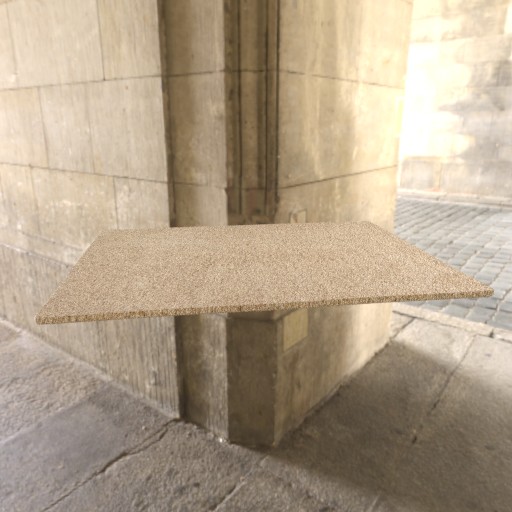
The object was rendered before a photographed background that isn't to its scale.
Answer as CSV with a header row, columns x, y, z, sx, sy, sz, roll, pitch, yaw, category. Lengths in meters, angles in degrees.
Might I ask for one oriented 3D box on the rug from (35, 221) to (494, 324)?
x,y,z,sx,sy,sz,roll,pitch,yaw,category
0.000,0.000,2.075,1.600,0.025,1.199,-3,17,-8,rug
